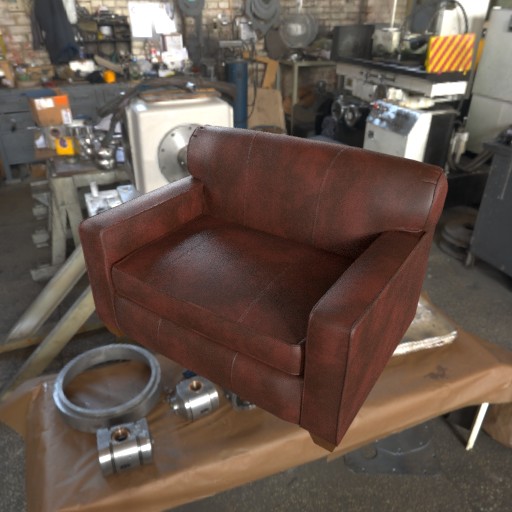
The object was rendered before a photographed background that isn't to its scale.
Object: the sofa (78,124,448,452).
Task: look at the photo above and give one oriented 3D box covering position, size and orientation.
[{"bbox_3d":[0.000,0.000,2.116,1.413,0.956,1.000,19,35,29],"label":"sofa"}]
